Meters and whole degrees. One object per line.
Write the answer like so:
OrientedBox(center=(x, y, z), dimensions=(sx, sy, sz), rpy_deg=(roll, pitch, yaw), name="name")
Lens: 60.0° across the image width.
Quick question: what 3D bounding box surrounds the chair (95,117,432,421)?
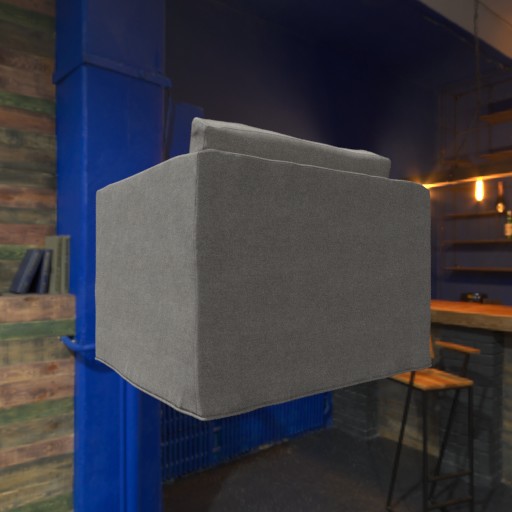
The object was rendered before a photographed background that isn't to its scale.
OrientedBox(center=(0.000, 0.000, 1.796), dimensions=(1.057, 0.863, 0.949), rpy_deg=(0, 0, -35), name="chair")
